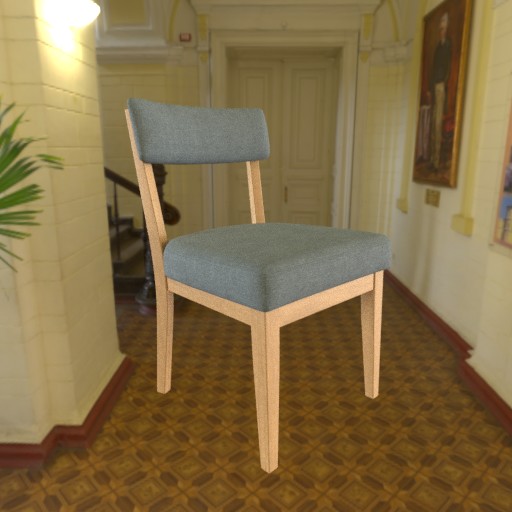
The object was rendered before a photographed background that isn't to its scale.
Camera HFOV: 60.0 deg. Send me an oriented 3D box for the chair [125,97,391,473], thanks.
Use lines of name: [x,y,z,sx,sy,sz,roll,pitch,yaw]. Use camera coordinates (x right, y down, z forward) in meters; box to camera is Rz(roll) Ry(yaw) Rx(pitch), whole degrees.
chair: [0.000,0.000,1.229,0.508,0.832,0.572,-13,19,-43]
